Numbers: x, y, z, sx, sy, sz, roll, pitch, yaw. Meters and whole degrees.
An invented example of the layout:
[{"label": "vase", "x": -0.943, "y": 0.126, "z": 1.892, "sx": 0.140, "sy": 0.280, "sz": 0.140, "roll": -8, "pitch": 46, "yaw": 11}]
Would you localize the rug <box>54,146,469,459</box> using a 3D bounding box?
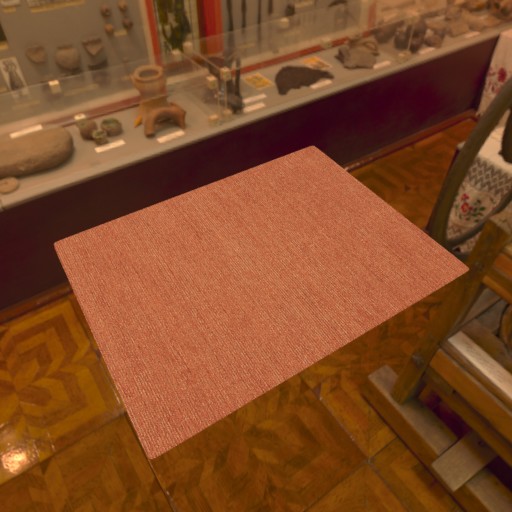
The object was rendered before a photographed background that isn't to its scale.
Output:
[{"label": "rug", "x": 0.000, "y": 0.000, "z": 2.792, "sx": 2.112, "sy": 0.009, "sz": 1.594, "roll": -25, "pitch": 52, "yaw": -21}]
